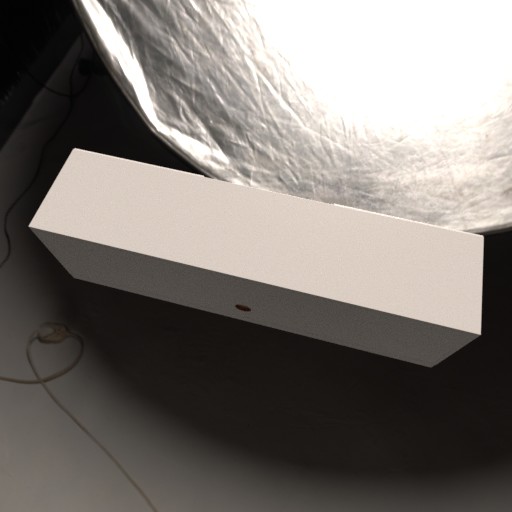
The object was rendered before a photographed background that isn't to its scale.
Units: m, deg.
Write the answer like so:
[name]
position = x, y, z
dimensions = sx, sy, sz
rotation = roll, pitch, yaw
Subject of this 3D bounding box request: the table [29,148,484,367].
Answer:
[table]
position = 0.000, 0.000, 1.752
dimensions = 1.550, 0.440, 0.400
rotation = 13, 63, 7
